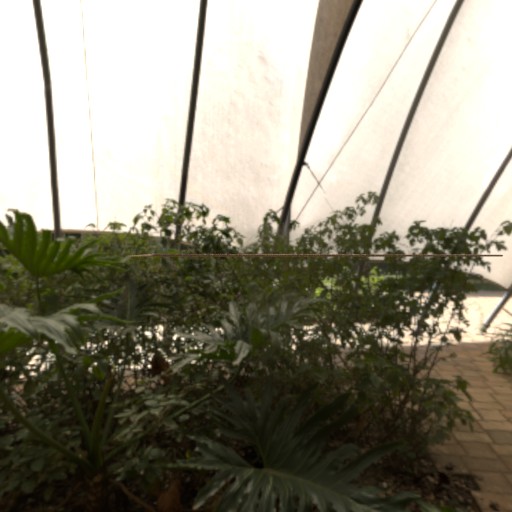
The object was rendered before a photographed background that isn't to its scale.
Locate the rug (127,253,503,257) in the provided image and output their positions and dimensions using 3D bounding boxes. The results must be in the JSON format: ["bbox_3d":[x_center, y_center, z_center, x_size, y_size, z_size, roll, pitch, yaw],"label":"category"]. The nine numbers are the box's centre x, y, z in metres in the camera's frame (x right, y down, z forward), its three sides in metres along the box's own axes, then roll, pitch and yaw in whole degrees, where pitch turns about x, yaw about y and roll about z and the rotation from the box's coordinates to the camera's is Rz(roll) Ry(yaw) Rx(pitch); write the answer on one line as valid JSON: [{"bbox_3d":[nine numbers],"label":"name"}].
[{"bbox_3d":[0.000,0.000,2.891,1.545,0.010,2.440,0,0,-18],"label":"rug"}]
